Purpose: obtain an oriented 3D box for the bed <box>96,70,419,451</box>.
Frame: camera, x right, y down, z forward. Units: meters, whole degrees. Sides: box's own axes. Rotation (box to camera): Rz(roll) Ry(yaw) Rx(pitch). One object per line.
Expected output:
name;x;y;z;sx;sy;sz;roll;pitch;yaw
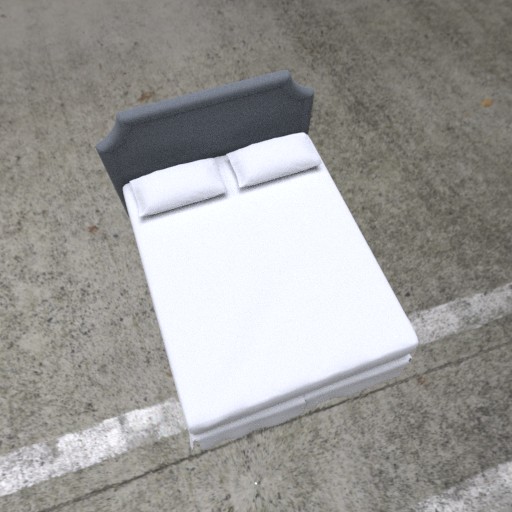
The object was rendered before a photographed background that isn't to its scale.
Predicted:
bed;0.000;0.000;3.379;1.811;1.296;2.259;-18;64;-9
